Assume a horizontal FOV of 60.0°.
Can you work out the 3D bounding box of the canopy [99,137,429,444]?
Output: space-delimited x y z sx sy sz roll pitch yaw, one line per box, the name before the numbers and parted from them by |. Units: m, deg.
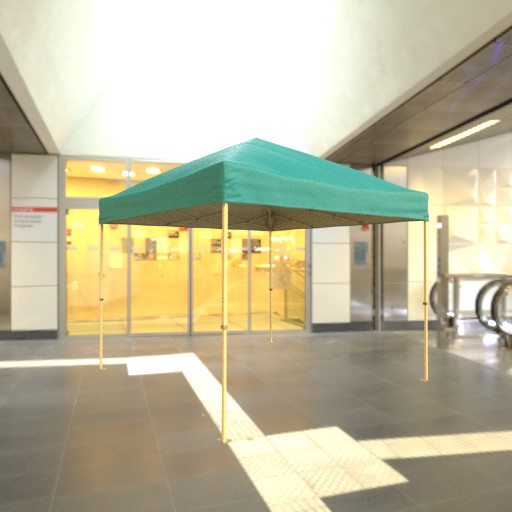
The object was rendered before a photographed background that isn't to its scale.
canopy | 0.000 0.000 5.604 2.996 2.997 2.998 0 0 -38
